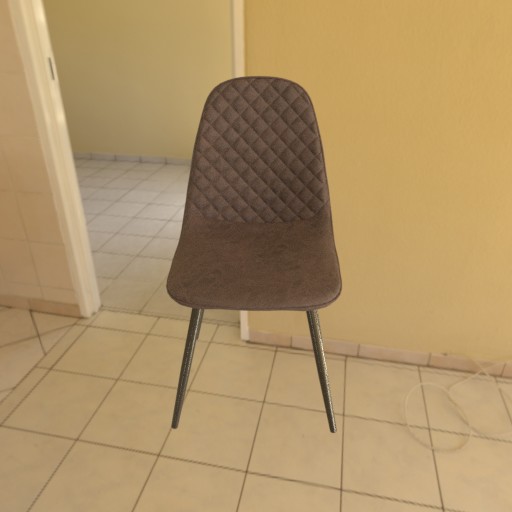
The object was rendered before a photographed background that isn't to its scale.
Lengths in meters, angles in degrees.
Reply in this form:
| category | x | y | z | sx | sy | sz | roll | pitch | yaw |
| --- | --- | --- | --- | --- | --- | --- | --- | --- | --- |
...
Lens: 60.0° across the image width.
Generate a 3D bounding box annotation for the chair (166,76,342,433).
| category | x | y | z | sx | sy | sz | roll | pitch | yaw |
| --- | --- | --- | --- | --- | --- | --- | --- | --- | --- |
| chair | 0.000 | 0.000 | 1.250 | 0.472 | 0.889 | 0.561 | 1 | 28 | 2 |
